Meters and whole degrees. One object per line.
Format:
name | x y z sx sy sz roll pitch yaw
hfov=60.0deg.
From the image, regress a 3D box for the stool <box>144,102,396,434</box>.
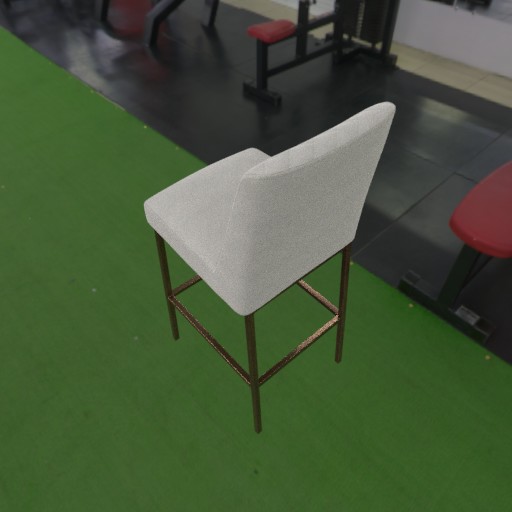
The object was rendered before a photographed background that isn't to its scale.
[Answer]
stool | 0.000 0.000 1.388 0.462 1.084 0.546 -32 54 -27
